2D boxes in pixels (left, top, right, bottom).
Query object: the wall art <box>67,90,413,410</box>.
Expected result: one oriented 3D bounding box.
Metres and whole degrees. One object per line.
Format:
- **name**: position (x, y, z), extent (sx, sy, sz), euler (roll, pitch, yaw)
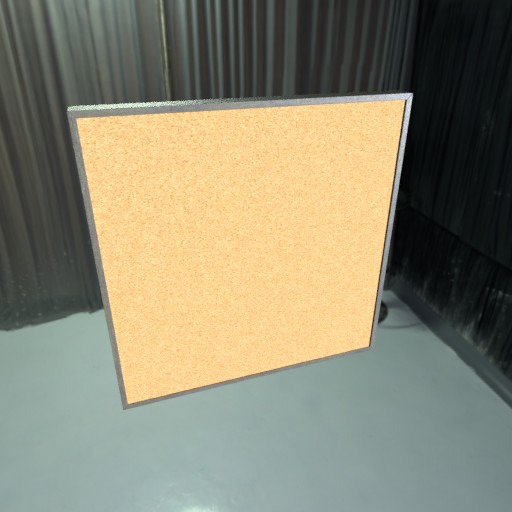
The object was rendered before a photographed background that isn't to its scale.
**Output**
- **wall art**: position (0.000, 0.000, 0.753), extent (0.507, 0.507, 0.037), euler (-9, 29, -17)
